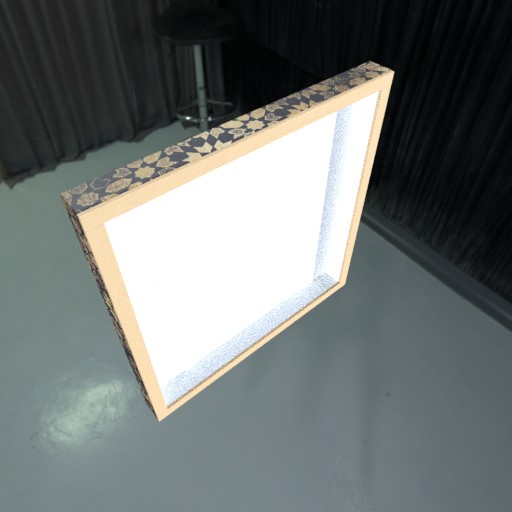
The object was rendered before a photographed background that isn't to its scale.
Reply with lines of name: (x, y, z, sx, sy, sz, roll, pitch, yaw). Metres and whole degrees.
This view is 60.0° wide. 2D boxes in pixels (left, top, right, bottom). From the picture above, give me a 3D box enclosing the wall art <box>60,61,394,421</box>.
wall art: (0.000, 0.000, 0.603, 0.405, 0.405, 0.038, -32, 55, -26)
